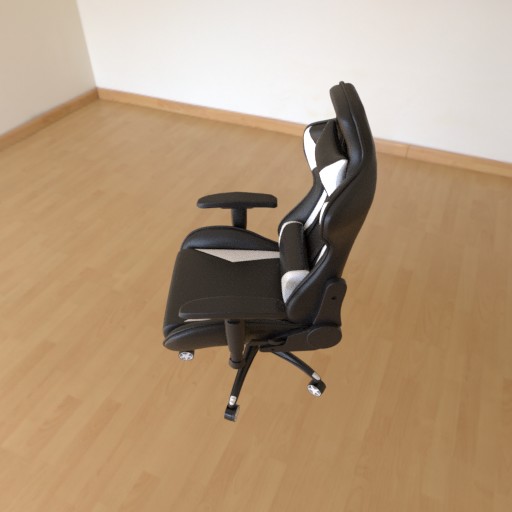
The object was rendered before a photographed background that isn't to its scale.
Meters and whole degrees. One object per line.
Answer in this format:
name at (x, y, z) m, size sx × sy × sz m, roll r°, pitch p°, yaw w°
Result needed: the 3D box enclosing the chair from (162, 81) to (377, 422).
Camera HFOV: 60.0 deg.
chair at (0.000, 0.000, 1.702) m, size 0.695 × 1.285 × 0.730 m, roll 0°, pitch 41°, yaw 0°
